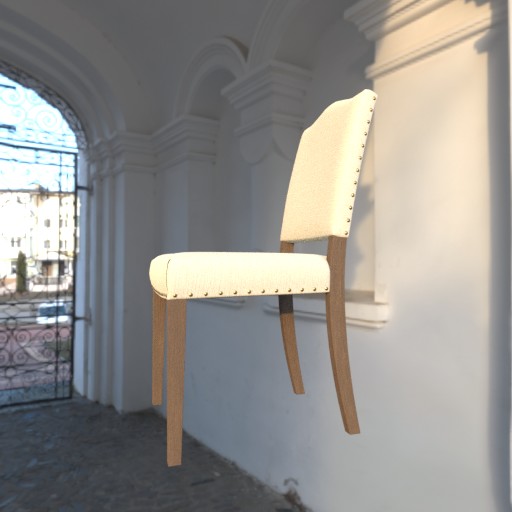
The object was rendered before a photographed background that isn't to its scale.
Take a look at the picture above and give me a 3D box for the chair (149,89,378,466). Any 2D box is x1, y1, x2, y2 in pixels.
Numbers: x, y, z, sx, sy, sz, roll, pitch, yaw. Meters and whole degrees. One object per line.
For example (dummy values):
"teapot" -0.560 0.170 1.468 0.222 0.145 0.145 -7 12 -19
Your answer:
"chair" 0.000 0.000 1.392 0.619 1.015 0.508 0 0 -18
